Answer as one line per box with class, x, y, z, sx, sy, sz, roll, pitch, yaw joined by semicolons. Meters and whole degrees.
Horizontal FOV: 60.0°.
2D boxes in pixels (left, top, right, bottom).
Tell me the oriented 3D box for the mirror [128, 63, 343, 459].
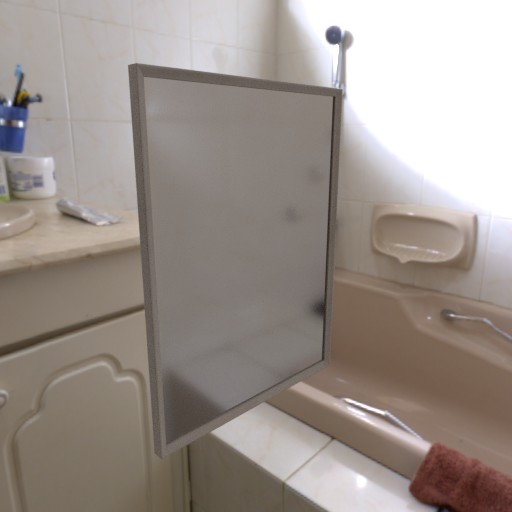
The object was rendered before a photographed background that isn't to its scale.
mirror;0.000;0.000;1.363;0.762;1.016;0.041;-14;20;-42
